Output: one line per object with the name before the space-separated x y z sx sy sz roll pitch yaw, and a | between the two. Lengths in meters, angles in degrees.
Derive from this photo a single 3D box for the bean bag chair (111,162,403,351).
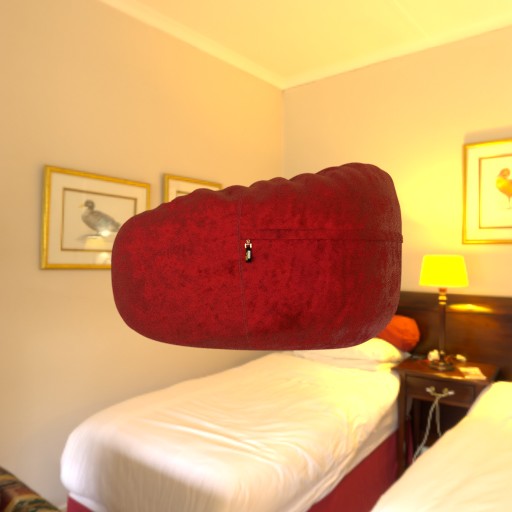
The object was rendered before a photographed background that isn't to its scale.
bean bag chair | 0.000 0.000 2.462 1.524 0.878 1.524 0 0 1
